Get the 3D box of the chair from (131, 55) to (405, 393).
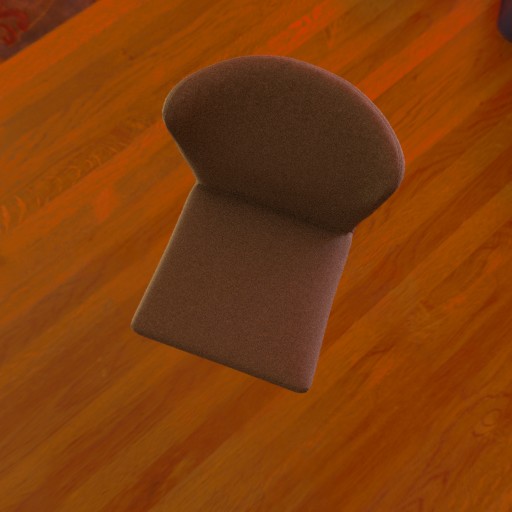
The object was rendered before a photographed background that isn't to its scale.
[{"bbox_3d":[0.000,0.000,1.178,0.491,0.839,0.592,19,76,5],"label":"chair"}]
